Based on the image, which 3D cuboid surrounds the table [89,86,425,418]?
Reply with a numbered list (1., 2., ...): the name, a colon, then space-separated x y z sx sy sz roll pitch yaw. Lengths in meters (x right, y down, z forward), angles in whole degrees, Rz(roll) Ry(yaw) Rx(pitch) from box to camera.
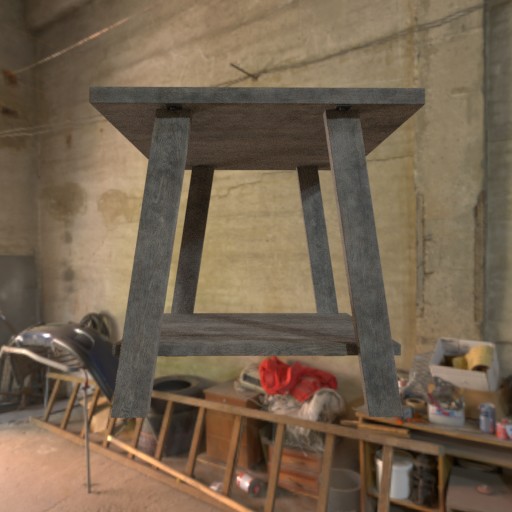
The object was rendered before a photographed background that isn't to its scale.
1. table: 0.000 0.000 1.106 0.610 0.610 0.610 0 0 -1
